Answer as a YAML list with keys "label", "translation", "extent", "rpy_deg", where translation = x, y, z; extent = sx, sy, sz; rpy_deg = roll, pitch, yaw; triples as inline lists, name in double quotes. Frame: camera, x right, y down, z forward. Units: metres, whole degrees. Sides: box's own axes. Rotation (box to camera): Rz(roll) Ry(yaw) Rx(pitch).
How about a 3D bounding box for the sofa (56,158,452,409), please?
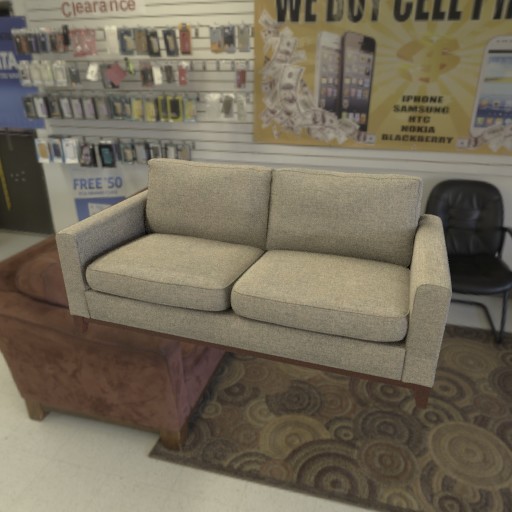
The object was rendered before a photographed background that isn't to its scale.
- label: "sofa"
  translation: [0.000, 0.000, 2.511]
  extent: [1.978, 0.892, 0.969]
  rpy_deg: [8, 25, 17]
